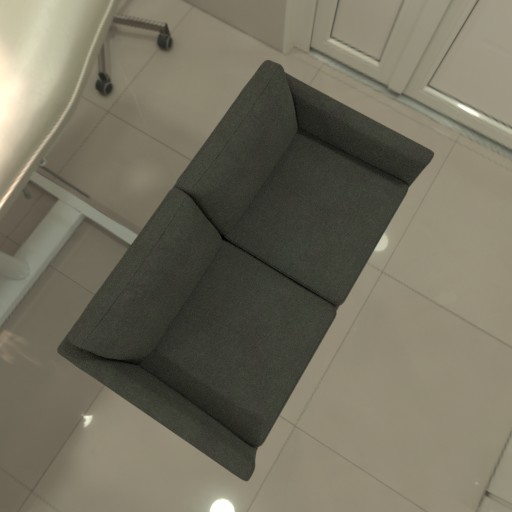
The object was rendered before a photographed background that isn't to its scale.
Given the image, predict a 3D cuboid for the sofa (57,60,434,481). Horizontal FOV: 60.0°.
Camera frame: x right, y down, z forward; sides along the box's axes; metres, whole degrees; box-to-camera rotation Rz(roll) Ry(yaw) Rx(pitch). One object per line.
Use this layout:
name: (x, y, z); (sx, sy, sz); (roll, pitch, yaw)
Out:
sofa: (0.000, 0.000, 2.432); (1.091, 0.845, 1.909); (31, 78, 8)
